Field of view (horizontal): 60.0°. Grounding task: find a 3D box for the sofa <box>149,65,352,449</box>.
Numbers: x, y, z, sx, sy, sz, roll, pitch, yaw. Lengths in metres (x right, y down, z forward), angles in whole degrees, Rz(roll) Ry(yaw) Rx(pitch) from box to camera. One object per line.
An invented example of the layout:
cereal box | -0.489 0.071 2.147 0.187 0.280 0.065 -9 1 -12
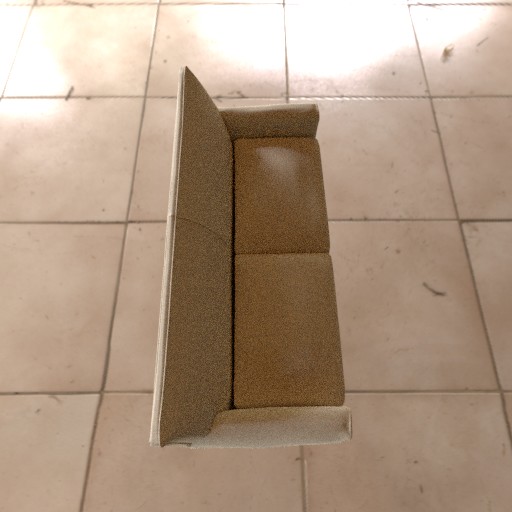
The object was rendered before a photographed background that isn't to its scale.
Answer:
sofa | 0.000 0.000 2.484 0.841 0.907 2.001 -1 64 0
